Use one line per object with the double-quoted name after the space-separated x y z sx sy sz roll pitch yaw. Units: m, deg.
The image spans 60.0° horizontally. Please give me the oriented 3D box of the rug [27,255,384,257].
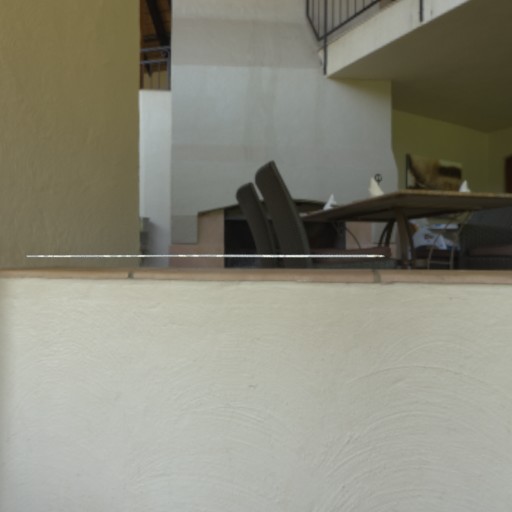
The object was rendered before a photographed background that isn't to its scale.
0.000 0.000 2.785 1.522 0.013 2.133 0 0 17 "rug"
